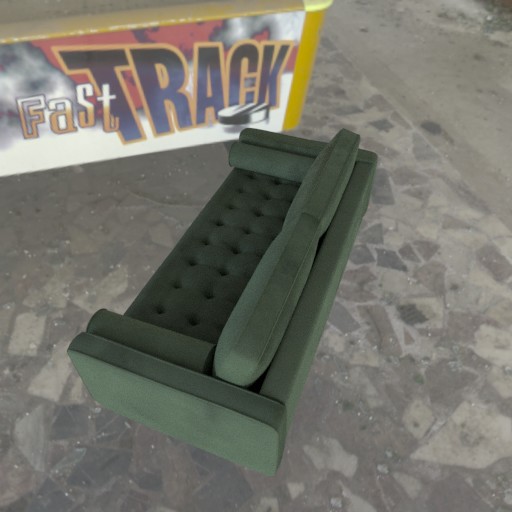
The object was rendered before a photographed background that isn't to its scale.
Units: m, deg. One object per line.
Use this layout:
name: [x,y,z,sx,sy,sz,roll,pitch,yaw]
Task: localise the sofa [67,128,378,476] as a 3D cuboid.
sofa: [0.000,0.000,2.358,0.916,0.772,1.880,16,47,15]
